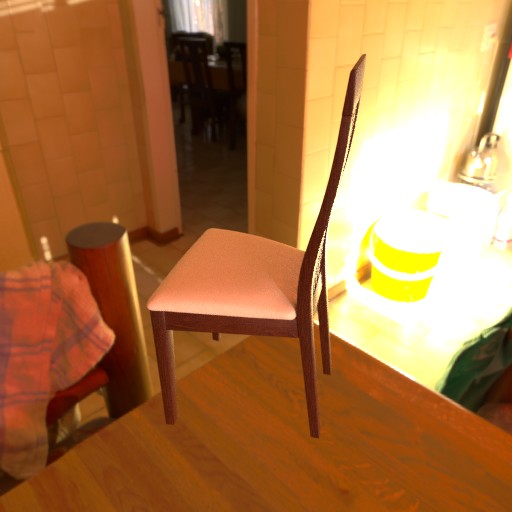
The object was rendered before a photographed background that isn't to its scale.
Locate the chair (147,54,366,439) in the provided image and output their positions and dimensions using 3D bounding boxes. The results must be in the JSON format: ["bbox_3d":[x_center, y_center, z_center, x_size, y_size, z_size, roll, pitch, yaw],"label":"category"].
[{"bbox_3d":[0.000,0.000,1.249,0.474,1.027,0.460,8,31,13],"label":"chair"}]
